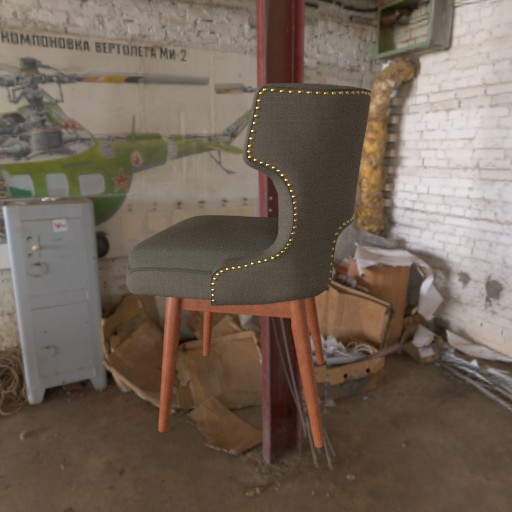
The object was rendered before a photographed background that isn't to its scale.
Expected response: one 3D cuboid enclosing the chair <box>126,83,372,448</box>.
[{"bbox_3d":[0.000,0.000,1.247,0.581,0.863,0.595,2,14,8],"label":"chair"}]
